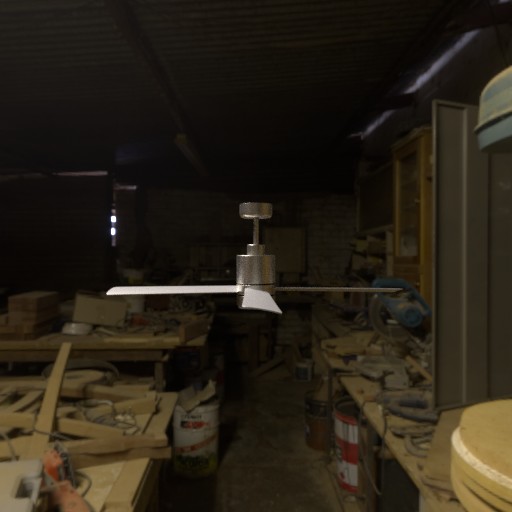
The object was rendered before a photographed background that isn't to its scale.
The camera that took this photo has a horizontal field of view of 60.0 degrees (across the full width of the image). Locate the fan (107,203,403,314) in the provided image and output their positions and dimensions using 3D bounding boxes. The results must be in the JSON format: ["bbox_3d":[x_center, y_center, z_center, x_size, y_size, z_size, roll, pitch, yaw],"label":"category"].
[{"bbox_3d":[0.000,0.000,2.330,1.525,0.539,1.525,0,1,-1],"label":"fan"}]
